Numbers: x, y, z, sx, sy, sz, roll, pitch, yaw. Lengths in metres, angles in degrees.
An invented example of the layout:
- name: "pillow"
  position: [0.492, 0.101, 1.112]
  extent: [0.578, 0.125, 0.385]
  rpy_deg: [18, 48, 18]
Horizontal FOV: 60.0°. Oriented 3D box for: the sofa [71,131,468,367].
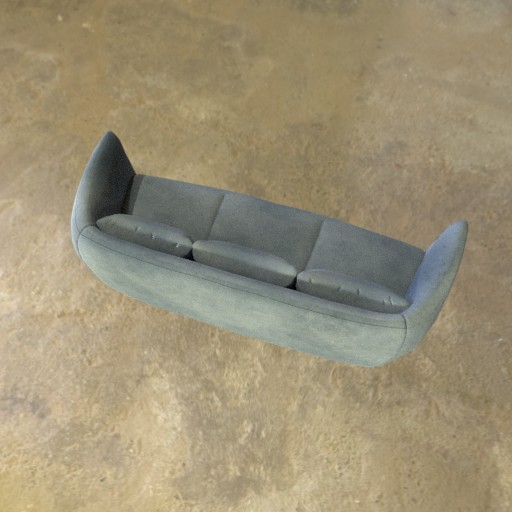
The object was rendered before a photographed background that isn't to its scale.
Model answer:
- name: "sofa"
  position: [0.000, 0.000, 2.535]
  extent: [2.095, 0.795, 0.849]
  rpy_deg: [16, 64, 8]
